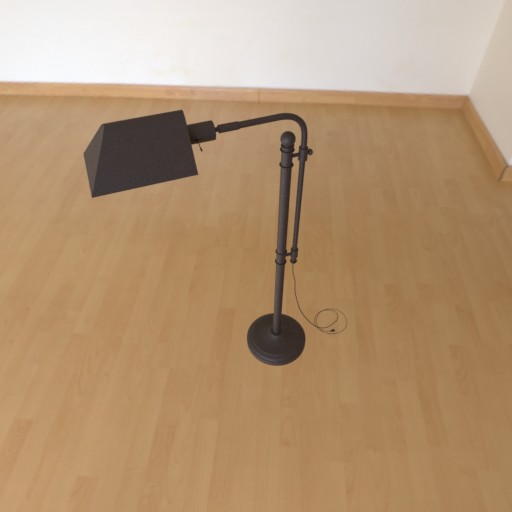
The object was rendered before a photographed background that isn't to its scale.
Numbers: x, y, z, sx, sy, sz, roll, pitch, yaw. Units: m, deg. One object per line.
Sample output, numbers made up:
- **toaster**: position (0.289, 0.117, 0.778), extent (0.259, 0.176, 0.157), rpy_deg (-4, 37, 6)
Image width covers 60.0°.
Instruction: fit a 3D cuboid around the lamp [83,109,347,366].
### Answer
- **lamp**: position (0.000, 0.000, 0.939), extent (0.545, 0.708, 0.159), rpy_deg (-15, 48, -14)
